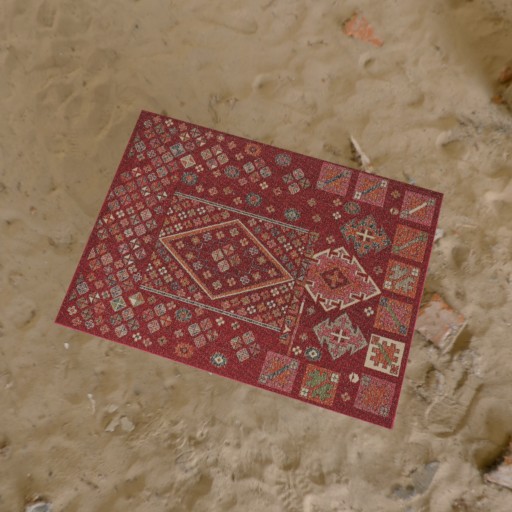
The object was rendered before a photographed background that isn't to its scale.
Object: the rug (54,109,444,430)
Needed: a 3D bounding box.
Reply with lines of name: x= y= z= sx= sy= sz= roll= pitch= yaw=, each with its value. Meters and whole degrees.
rug: x=0.000 y=0.000 z=4.390 sx=3.306 sy=0.011 sz=2.389 roll=17 pitch=77 yaw=4
